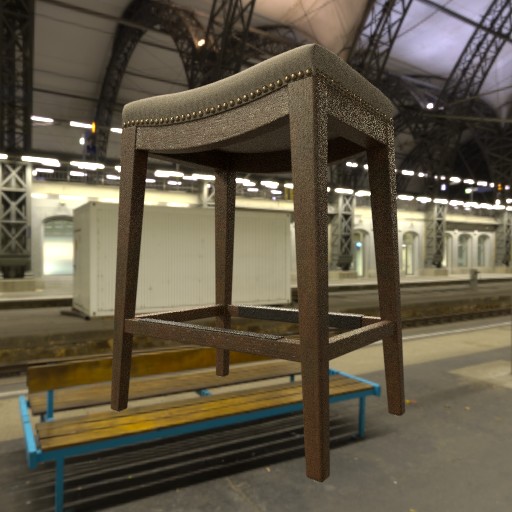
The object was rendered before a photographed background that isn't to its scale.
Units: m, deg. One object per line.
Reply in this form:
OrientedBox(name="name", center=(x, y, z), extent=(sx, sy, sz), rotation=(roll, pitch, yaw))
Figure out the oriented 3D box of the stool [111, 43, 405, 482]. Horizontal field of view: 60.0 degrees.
OrientedBox(name="stool", center=(0.000, 0.000, 0.929), extent=(0.508, 0.660, 0.356), rotation=(0, 0, 37))
